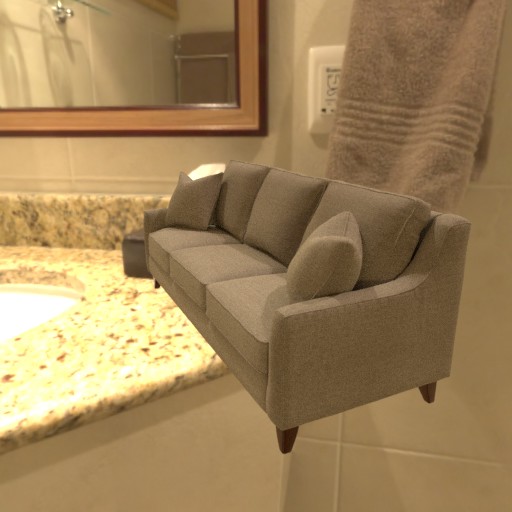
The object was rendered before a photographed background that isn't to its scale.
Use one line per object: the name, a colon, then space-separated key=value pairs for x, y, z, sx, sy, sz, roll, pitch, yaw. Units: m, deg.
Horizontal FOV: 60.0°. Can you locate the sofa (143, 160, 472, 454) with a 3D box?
sofa: x=0.000 y=0.000 z=2.472 sx=0.865 sy=0.914 sz=2.031 roll=-8 pitch=18 yaw=-25
